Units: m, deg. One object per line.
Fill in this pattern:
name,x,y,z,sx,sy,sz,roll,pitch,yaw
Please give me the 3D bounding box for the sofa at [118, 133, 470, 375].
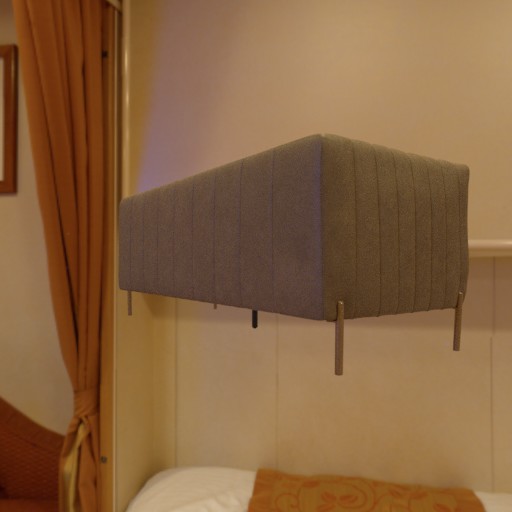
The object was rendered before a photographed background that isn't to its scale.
sofa,0.000,0.000,2.389,0.876,0.779,1.980,0,-1,-36
